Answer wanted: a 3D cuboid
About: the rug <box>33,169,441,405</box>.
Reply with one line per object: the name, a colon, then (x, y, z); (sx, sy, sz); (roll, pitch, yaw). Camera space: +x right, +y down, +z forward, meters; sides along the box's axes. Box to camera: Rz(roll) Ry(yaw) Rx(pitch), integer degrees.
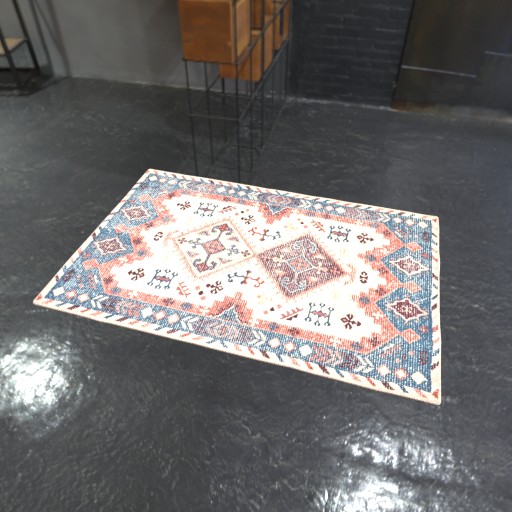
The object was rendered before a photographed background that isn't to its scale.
rug: (0.000, 0.000, 2.313); (1.840, 0.015, 1.225); (11, 44, 12)
